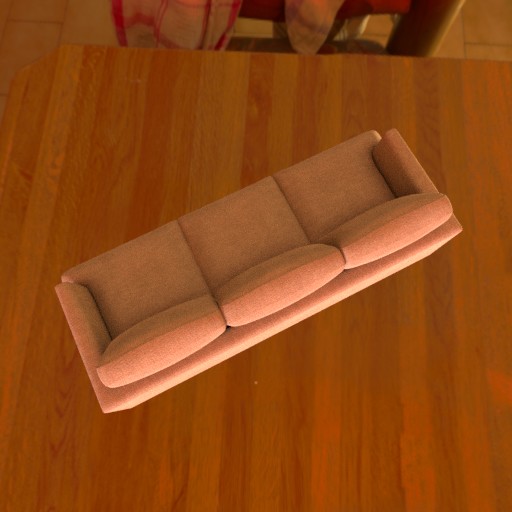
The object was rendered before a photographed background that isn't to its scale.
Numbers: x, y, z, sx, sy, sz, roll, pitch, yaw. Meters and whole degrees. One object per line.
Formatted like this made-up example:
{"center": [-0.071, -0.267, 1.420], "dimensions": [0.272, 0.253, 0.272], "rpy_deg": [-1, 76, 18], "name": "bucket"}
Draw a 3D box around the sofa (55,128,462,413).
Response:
{"center": [0.000, 0.000, 2.711], "dimensions": [2.246, 0.930, 0.903], "rpy_deg": [-26, 76, -7], "name": "sofa"}
